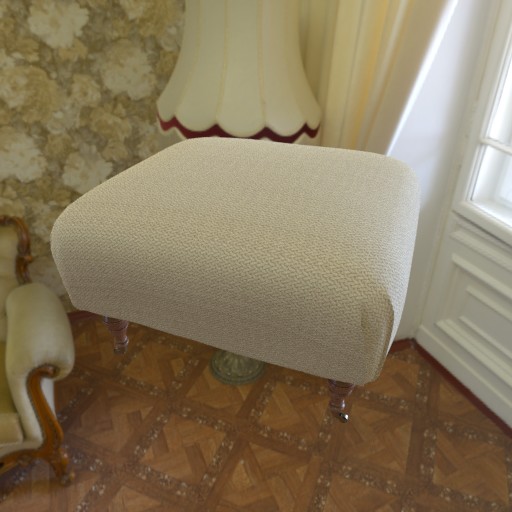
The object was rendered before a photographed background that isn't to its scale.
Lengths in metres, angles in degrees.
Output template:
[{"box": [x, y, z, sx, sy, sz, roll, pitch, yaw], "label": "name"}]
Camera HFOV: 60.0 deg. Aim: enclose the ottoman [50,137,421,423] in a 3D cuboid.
[{"box": [0.000, 0.000, 1.050, 0.684, 0.447, 0.622, 11, 33, 18], "label": "ottoman"}]
